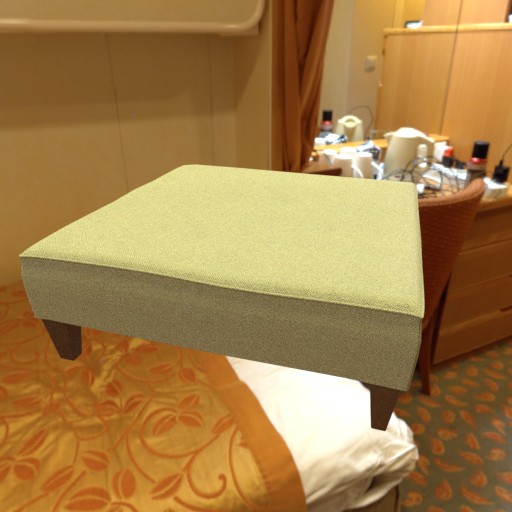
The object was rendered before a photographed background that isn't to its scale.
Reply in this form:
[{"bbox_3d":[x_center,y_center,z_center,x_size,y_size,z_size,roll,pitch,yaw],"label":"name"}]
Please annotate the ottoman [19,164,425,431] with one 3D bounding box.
[{"bbox_3d":[0.000,0.000,1.483,1.004,0.379,0.968,8,27,16],"label":"ottoman"}]
